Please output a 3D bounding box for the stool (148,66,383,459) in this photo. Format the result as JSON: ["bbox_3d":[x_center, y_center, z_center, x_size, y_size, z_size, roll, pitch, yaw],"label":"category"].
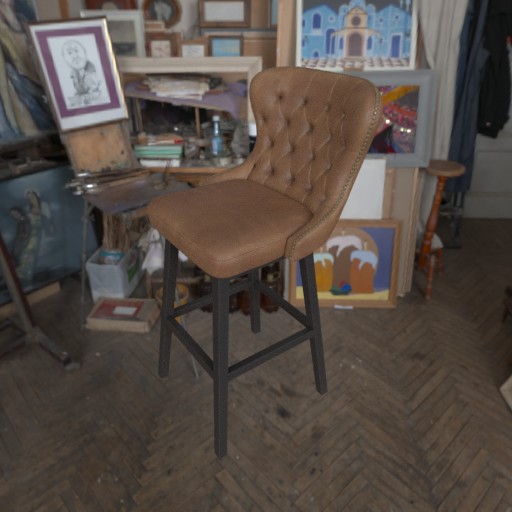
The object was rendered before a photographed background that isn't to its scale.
[{"bbox_3d":[0.000,0.000,1.412,0.601,1.050,0.528,-20,36,-30],"label":"stool"}]
